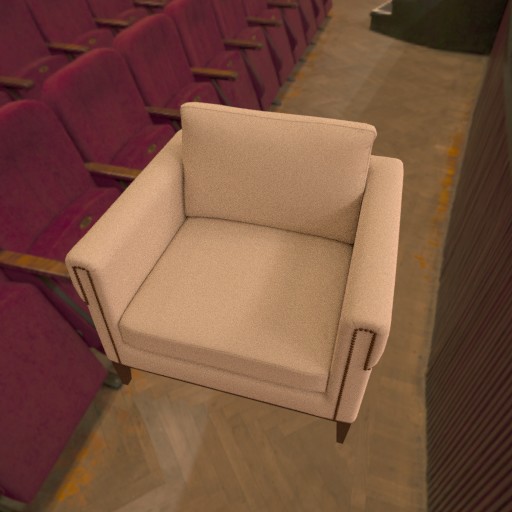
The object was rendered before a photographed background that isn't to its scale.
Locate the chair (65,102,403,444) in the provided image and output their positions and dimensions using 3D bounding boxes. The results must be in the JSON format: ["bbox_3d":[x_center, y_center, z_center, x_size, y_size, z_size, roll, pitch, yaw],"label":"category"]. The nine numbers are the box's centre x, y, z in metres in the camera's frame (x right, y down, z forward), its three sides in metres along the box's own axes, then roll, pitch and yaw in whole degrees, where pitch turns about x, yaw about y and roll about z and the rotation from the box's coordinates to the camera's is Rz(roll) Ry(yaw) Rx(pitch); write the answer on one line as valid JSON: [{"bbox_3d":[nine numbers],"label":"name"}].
[{"bbox_3d":[0.000,0.000,1.689,0.982,0.915,0.896,11,43,12],"label":"chair"}]
